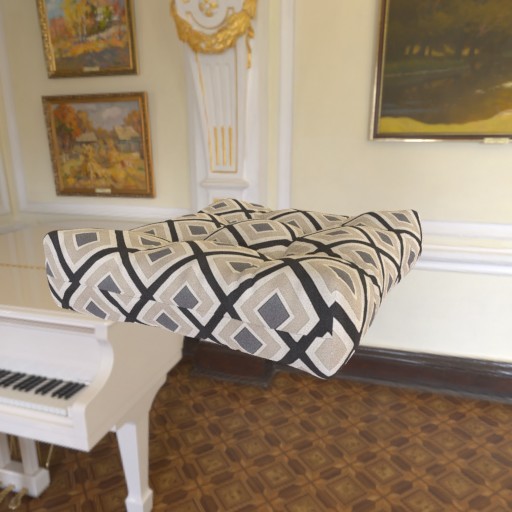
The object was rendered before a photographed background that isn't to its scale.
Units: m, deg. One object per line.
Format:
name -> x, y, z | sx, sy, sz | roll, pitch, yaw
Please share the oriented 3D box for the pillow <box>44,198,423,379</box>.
pillow -> 0.000, 0.000, 0.739 | 0.468, 0.128, 0.490 | 8, 17, 28
